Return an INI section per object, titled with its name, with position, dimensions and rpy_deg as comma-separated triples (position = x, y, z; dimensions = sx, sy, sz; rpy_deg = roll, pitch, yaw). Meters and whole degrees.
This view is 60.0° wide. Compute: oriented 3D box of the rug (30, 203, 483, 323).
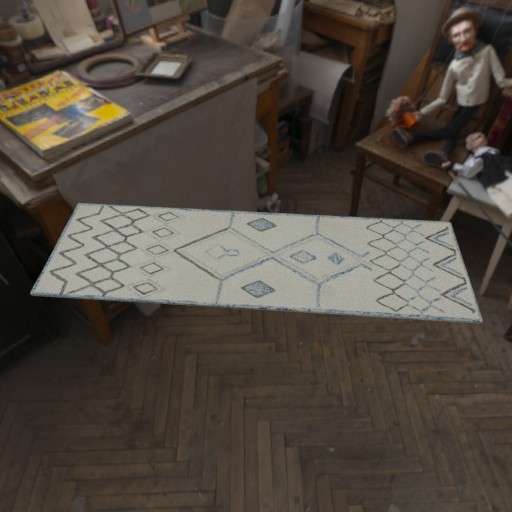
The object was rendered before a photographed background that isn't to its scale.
[rug]
position = 0.000, 0.000, 2.634
dimensions = 2.434, 0.013, 0.770
rpy_deg = 3, 47, 3
